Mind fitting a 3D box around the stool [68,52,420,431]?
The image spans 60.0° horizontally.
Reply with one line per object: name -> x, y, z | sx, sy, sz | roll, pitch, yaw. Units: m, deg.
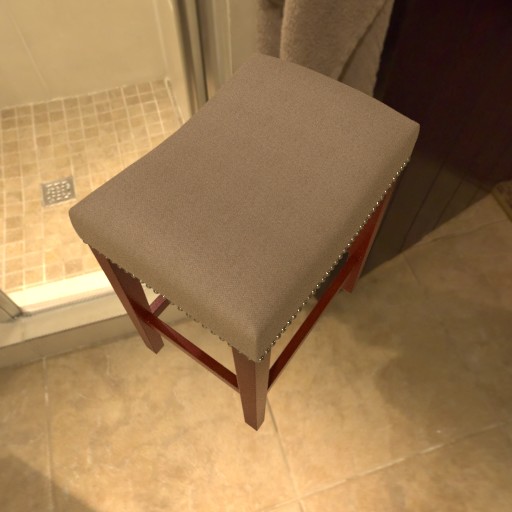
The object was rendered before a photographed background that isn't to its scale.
stool -> 0.000, 0.000, 0.973 | 0.375, 0.632, 0.509 | 32, 64, 18
